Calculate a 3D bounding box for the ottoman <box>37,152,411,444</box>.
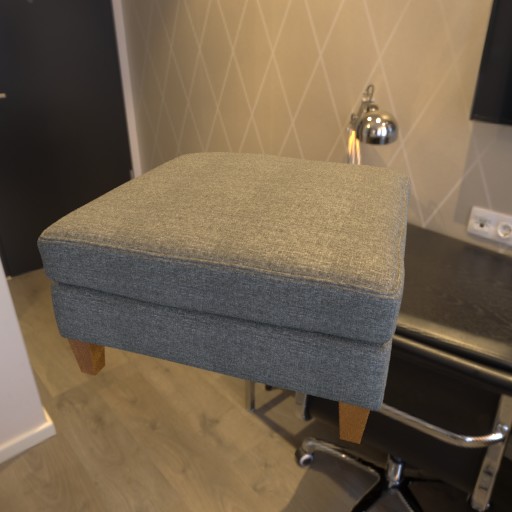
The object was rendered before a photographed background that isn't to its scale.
[{"bbox_3d":[0.000,0.000,1.342,0.838,0.481,0.838,8,28,16],"label":"ottoman"}]
